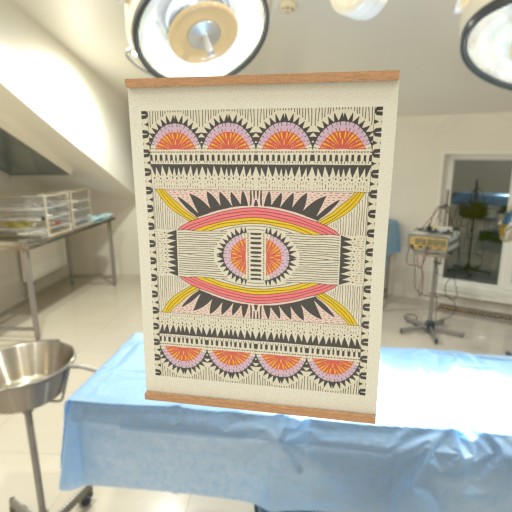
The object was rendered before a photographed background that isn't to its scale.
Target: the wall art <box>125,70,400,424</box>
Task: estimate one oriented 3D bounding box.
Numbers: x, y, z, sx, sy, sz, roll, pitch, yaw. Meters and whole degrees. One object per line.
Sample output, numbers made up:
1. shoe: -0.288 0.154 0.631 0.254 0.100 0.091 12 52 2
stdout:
1. wall art: 0.000 0.000 0.800 0.456 0.609 0.028 2 13 10
